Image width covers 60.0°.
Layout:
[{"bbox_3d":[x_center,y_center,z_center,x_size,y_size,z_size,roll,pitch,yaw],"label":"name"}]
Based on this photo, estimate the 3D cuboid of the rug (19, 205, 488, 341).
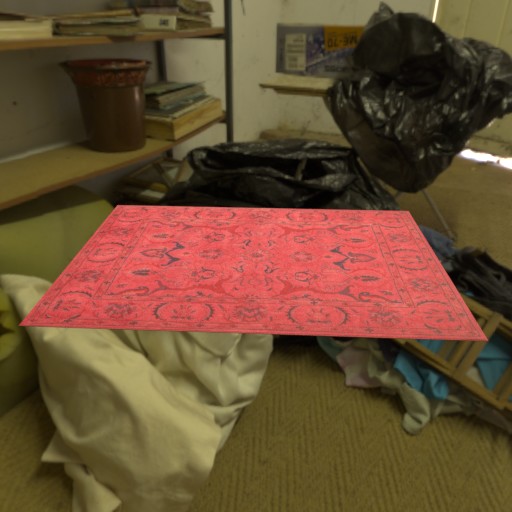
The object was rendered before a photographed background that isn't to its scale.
[{"bbox_3d":[0.000,0.000,2.234,1.814,0.008,1.209,1,30,3],"label":"rug"}]
